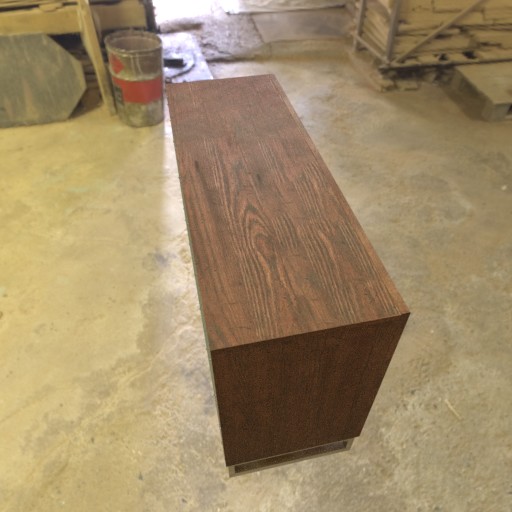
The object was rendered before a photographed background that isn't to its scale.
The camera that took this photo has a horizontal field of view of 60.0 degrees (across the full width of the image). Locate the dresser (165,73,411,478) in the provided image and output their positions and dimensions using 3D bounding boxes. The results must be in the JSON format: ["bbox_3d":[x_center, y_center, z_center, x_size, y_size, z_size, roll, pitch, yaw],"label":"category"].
[{"bbox_3d":[0.000,0.000,2.184,0.623,1.061,1.646,-9,47,-9],"label":"dresser"}]
